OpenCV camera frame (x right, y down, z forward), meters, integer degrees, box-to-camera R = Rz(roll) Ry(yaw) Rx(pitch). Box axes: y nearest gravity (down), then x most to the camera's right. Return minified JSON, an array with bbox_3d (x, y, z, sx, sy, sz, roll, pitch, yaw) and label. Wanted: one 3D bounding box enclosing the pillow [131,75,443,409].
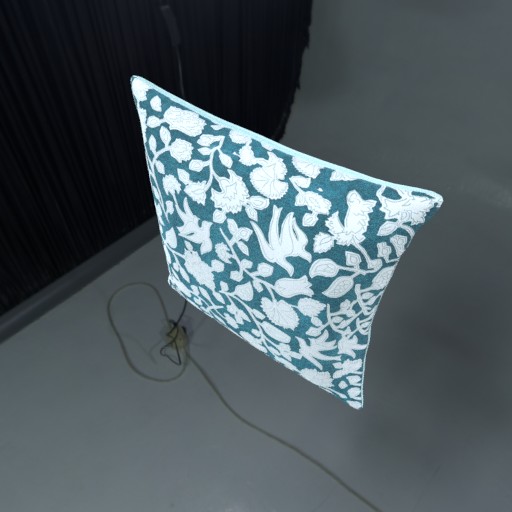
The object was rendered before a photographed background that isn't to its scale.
[{"bbox_3d":[0.000,0.000,0.787,0.525,0.508,0.166,29,52,25],"label":"pillow"}]
